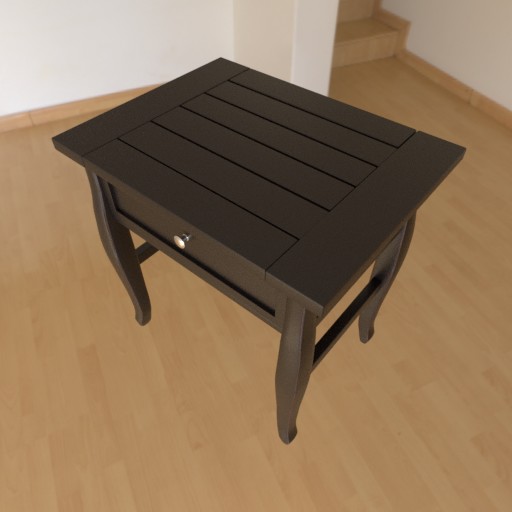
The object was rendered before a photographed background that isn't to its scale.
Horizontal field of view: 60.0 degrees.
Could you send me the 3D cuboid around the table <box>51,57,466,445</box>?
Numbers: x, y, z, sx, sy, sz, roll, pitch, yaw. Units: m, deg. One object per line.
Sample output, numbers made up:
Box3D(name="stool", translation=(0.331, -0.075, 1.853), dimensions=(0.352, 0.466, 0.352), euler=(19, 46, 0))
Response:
Box3D(name="table", translation=(0.000, 0.000, 1.024), dimensions=(0.602, 0.604, 0.460), euler=(31, 54, 26))
